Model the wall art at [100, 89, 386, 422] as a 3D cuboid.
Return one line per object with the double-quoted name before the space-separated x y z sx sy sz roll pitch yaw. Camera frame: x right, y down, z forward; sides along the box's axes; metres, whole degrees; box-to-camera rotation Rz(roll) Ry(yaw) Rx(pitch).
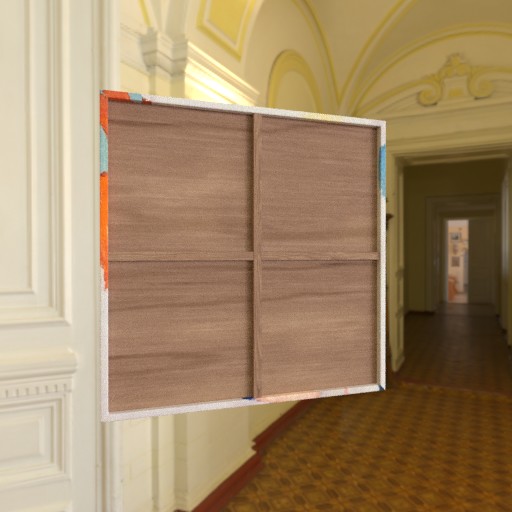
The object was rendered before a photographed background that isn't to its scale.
"wall art" 0.000 0.000 1.226 0.814 0.814 0.037 0 0 -19
